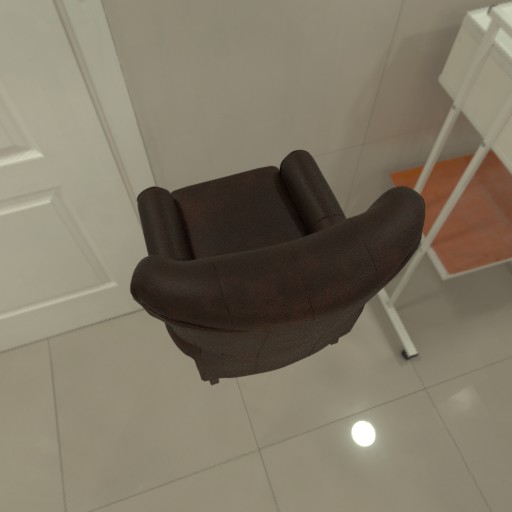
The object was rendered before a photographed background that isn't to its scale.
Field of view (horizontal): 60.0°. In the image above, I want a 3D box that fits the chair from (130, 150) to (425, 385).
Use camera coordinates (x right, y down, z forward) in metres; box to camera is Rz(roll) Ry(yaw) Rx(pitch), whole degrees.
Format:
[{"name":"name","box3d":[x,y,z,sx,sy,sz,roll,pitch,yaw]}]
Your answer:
[{"name":"chair","box3d":[0.000,0.000,1.898,0.948,1.158,1.058,-16,60,-10]}]
